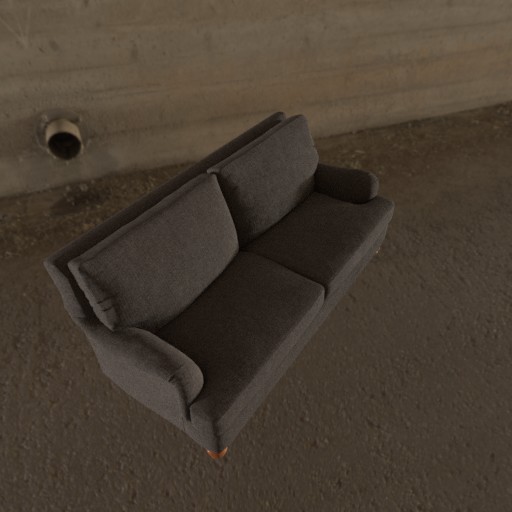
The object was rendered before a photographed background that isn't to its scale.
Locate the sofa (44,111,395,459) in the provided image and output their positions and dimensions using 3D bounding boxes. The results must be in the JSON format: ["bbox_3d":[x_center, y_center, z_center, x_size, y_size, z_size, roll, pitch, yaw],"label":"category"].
[{"bbox_3d":[0.000,0.000,2.847,1.087,1.054,2.160,25,48,25],"label":"sofa"}]
